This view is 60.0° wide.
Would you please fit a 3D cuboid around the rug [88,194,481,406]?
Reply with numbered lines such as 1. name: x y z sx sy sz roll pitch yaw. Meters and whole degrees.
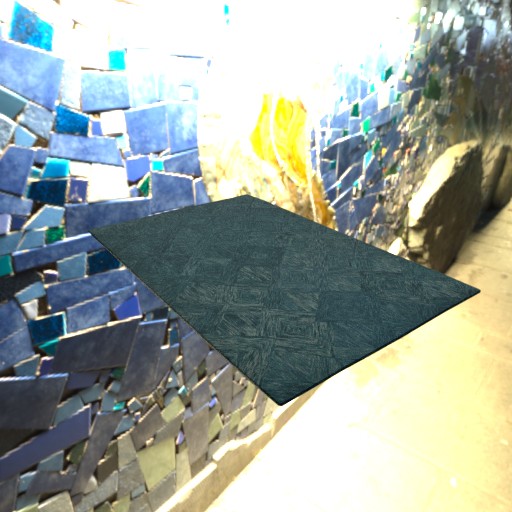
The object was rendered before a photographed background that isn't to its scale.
1. rug: 0.000 0.000 2.220 1.136 0.017 1.728 -18 31 -33
